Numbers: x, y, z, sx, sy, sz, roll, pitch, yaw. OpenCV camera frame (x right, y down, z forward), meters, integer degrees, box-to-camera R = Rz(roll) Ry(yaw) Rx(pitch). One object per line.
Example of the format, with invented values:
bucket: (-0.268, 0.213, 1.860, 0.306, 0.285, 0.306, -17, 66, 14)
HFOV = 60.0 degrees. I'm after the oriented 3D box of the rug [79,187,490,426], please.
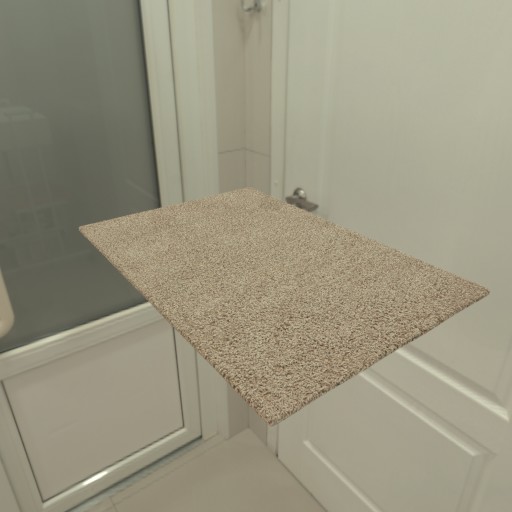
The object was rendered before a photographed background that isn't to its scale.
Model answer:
rug: (0.000, 0.000, 2.231, 1.219, 0.030, 1.778, -19, 32, -32)
